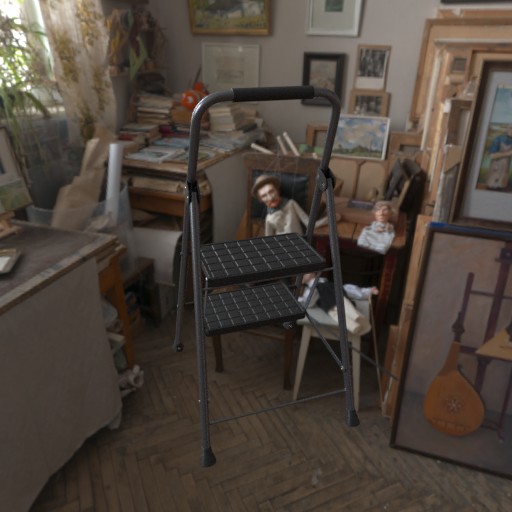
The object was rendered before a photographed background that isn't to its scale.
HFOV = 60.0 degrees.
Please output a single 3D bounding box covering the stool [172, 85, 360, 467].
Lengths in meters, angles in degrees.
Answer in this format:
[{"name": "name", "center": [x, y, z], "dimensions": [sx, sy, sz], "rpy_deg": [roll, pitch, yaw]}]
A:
[{"name": "stool", "center": [0.000, 0.000, 1.185], "dimensions": [0.450, 0.872, 0.514], "rpy_deg": [-8, 28, -16]}]
